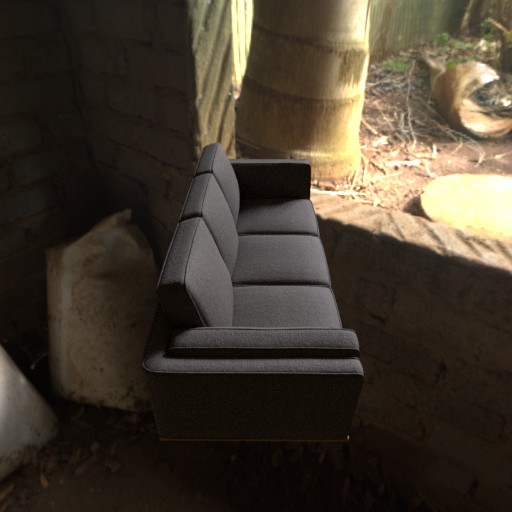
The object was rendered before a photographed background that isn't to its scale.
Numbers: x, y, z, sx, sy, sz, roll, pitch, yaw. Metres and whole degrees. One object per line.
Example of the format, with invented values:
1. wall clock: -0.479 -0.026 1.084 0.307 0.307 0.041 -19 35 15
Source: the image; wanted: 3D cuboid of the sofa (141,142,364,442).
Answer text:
1. sofa: 0.000 0.000 2.800 0.903 0.899 2.362 0 32 0
